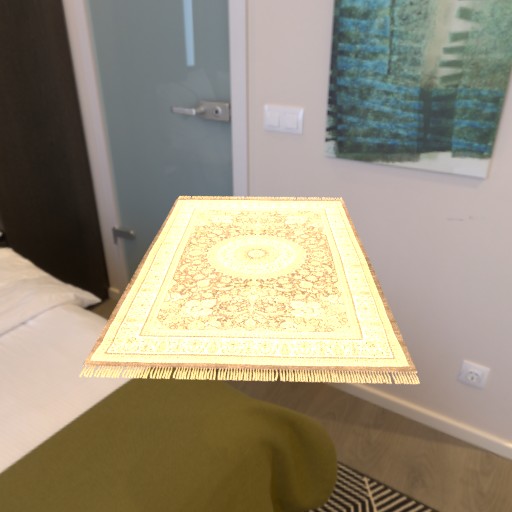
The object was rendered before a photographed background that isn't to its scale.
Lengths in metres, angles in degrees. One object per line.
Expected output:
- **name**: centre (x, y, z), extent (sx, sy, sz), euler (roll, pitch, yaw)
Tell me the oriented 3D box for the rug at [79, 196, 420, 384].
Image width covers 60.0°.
- **rug**: centre (0.000, 0.000, 4.254), extent (2.143, 0.015, 3.422), euler (1, 27, 2)
